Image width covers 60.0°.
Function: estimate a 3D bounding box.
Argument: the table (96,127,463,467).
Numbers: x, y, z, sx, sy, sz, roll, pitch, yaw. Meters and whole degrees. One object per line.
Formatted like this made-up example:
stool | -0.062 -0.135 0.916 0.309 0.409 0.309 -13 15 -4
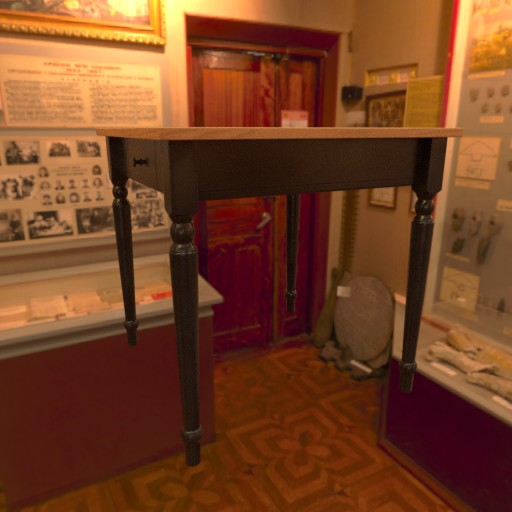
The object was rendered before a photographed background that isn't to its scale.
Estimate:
table | 0.000 0.000 1.331 0.747 0.738 0.747 -8 18 -26
